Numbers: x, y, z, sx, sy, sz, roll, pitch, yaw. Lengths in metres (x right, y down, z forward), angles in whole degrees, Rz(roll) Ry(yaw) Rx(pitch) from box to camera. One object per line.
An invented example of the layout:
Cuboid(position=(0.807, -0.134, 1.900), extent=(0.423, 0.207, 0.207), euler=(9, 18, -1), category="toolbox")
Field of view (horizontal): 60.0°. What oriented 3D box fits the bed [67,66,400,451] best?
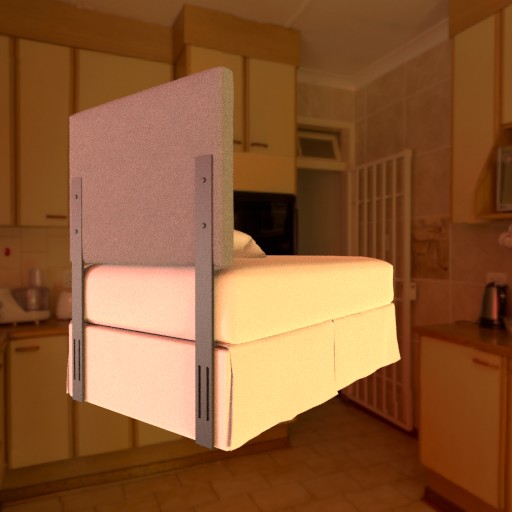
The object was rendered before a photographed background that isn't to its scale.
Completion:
Cuboid(position=(0.000, 0.000, 2.909), extent=(1.261, 1.571, 1.997), euler=(0, 1, 37), category="bed")
